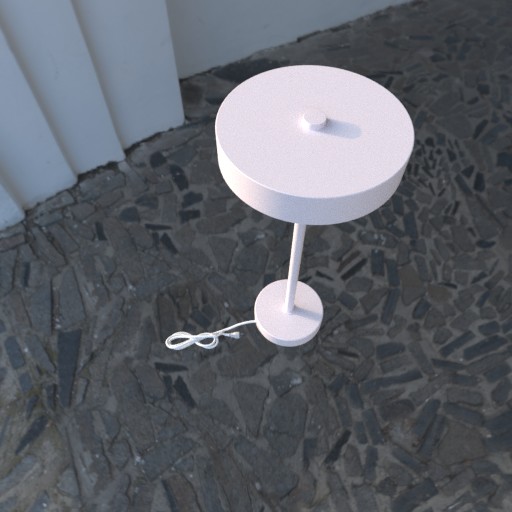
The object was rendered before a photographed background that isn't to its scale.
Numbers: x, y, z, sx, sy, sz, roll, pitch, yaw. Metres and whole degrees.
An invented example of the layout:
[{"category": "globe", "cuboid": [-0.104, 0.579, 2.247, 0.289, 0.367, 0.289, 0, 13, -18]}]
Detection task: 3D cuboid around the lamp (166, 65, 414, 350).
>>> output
[{"category": "lamp", "cuboid": [0.000, 0.000, 0.705, 0.369, 0.508, 0.229, -14, 57, -9]}]
